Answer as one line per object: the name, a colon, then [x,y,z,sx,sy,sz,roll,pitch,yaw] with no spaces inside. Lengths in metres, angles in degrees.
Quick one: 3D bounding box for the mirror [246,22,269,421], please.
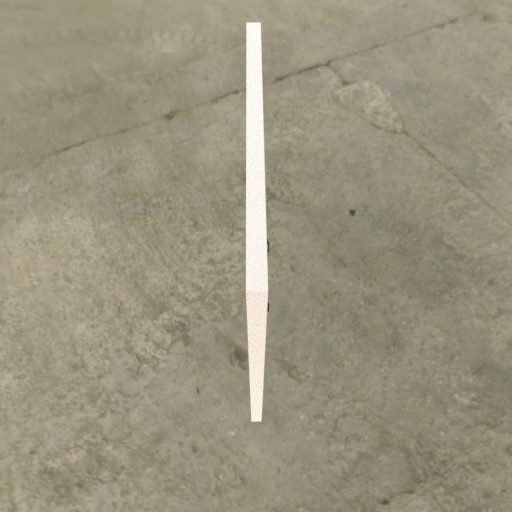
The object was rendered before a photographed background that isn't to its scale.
mirror: [0.000,0.000,1.353,0.041,1.016,0.762,0,58,0]
